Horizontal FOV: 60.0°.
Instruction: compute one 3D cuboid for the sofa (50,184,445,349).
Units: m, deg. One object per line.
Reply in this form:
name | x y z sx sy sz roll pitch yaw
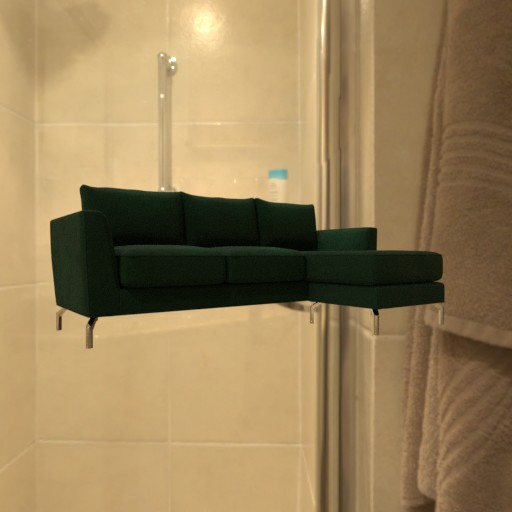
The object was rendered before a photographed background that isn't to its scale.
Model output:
sofa | 0.000 0.000 3.156 2.441 1.007 1.489 0 0 -36
